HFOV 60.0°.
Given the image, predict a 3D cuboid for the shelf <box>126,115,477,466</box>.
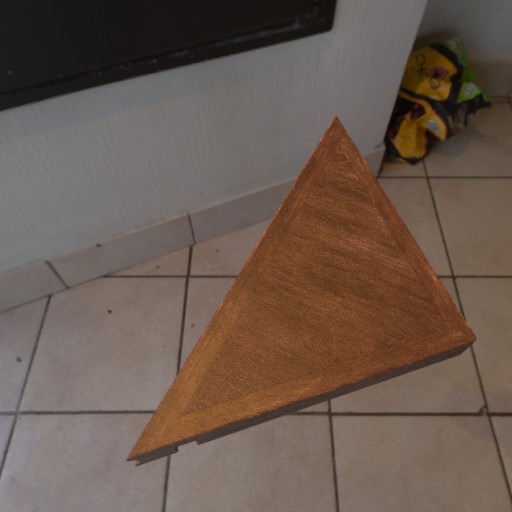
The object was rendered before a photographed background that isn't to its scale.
[{"bbox_3d":[0.000,0.000,0.436,0.296,0.035,0.296,-15,59,-10],"label":"shelf"}]
